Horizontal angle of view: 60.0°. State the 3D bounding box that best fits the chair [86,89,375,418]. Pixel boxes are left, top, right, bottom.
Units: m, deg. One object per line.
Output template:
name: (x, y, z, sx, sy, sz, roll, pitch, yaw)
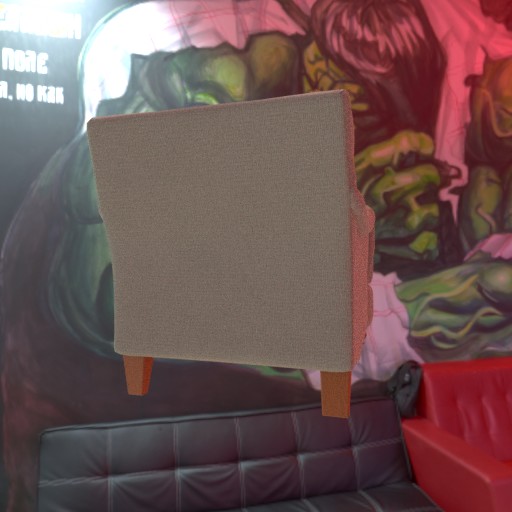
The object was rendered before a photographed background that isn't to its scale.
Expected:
chair: (0.000, 0.000, 1.861, 0.955, 1.038, 1.070, 0, 0, 18)
